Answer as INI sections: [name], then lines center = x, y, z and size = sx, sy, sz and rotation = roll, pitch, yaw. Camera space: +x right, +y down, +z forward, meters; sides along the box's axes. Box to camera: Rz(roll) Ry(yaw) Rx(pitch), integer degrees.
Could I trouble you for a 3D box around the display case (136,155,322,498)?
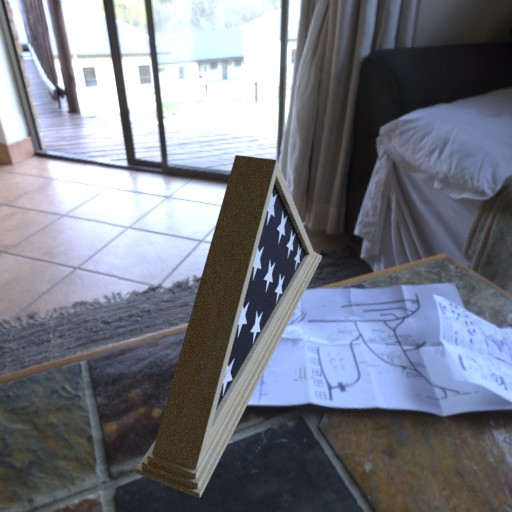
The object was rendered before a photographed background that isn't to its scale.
[display case]
center = 0.000, 0.000, 0.746
size = 0.095, 0.340, 0.640
rotation = 11, 32, 18
